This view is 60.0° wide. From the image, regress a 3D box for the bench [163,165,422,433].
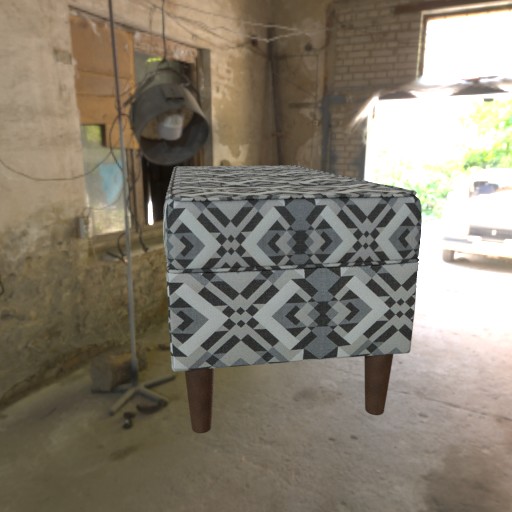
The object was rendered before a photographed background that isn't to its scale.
[{"bbox_3d":[0.000,0.000,1.314,0.492,0.477,1.016,-2,15,-9],"label":"bench"}]
